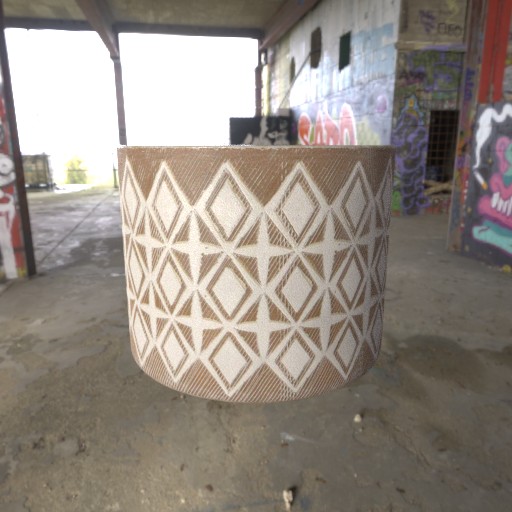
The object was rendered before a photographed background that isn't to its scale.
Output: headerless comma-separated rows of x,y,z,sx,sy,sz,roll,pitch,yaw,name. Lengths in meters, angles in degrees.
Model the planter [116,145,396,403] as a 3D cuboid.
0.000,0.000,0.339,0.193,0.165,0.193,0,14,0,planter
